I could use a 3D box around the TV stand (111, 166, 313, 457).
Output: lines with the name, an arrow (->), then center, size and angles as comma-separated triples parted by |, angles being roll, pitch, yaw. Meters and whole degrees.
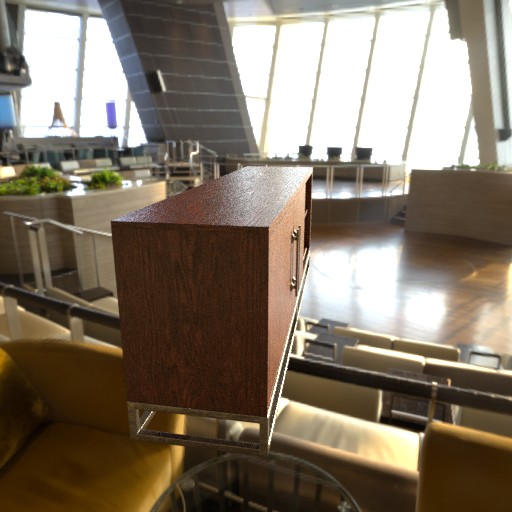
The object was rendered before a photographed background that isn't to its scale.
TV stand -> 0.000, 0.000, 1.767 | 0.382, 0.578, 1.541 | 3, 16, 10
